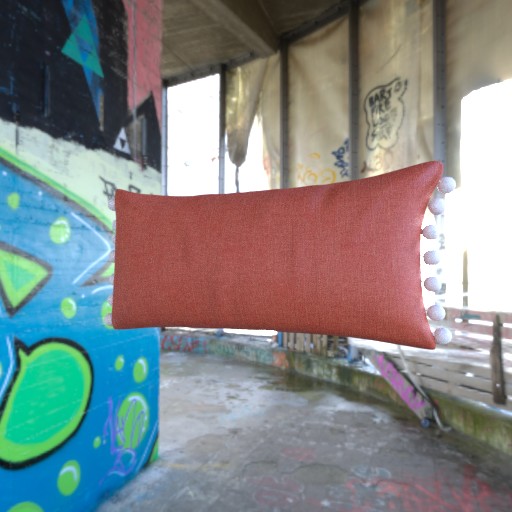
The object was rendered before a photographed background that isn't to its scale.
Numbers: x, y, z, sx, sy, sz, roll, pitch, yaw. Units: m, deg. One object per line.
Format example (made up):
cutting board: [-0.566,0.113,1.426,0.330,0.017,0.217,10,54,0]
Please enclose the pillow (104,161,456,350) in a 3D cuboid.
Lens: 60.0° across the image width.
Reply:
pillow: [0.000,0.000,0.853,0.709,0.322,0.201,0,-1,19]
